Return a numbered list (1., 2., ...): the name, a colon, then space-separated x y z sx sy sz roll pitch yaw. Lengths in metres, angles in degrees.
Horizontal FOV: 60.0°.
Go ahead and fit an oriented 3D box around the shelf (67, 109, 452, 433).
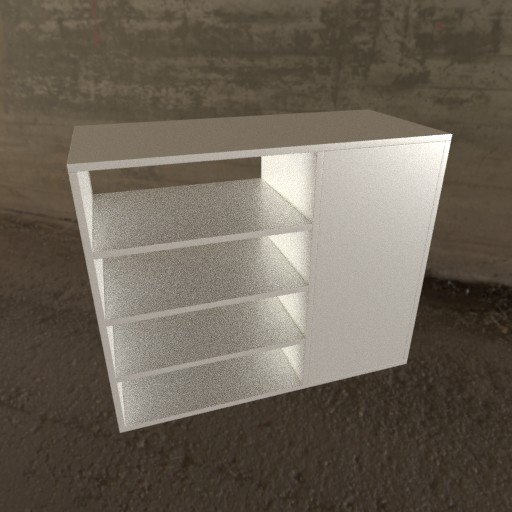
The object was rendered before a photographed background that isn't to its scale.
1. shelf: 0.000 0.000 1.311 0.895 0.732 0.396 -8 28 -16
